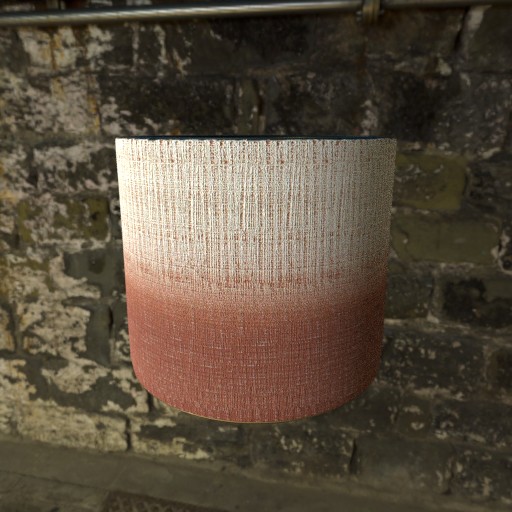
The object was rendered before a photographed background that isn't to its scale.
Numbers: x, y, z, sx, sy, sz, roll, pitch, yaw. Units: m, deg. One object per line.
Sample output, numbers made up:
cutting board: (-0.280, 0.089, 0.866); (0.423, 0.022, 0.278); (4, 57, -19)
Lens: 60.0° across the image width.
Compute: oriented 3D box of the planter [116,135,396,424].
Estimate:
planter: (0.000, 0.000, 0.383); (0.221, 0.201, 0.221); (0, 16, 0)
